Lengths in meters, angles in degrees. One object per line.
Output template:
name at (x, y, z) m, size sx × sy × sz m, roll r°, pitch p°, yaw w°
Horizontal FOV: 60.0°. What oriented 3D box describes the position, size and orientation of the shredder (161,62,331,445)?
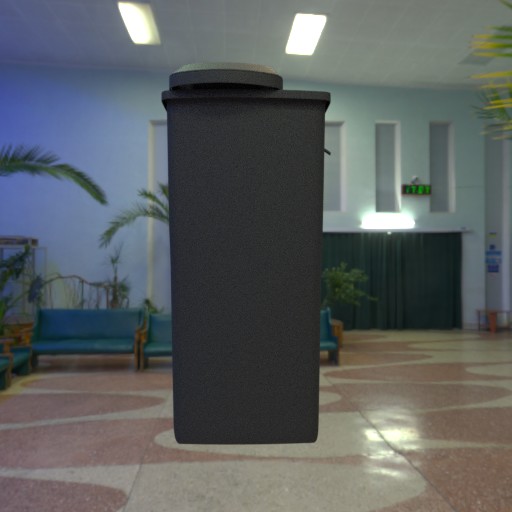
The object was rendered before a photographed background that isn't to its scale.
shredder at (0.000, 0.000, 0.520) m, size 0.170 × 0.335 × 0.320 m, roll 0°, pitch -1°, yaw -1°
